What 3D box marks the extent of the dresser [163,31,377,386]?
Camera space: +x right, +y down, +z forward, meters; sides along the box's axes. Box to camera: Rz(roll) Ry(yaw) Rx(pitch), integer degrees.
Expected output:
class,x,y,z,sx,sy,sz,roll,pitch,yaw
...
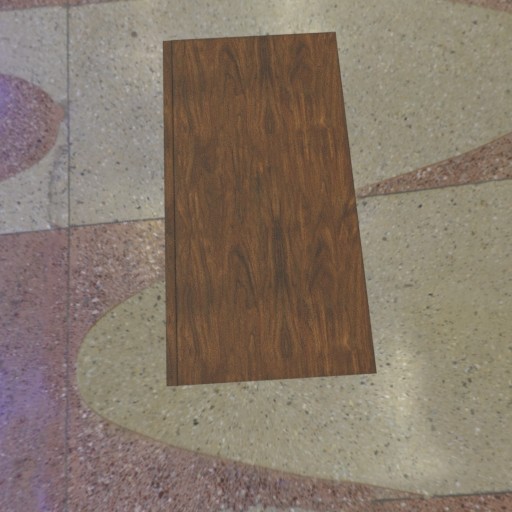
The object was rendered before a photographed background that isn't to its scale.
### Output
class,x,y,z,sx,sy,sz,roll,pitch,yaw
dresser,0.000,0.000,1.780,0.498,1.365,0.919,-3,76,-1
